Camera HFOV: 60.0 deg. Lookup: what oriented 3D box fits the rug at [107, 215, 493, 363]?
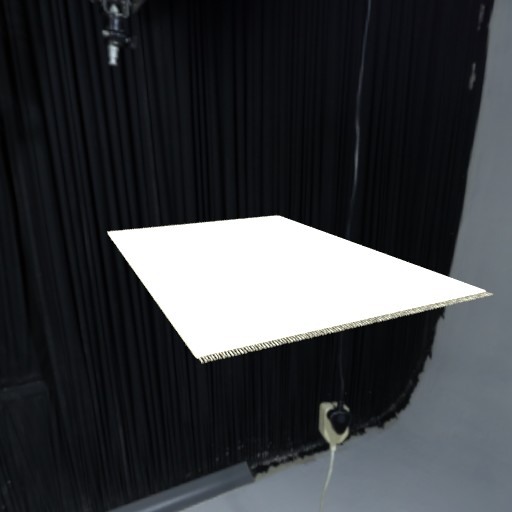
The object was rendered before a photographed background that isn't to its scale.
[{"bbox_3d":[0.000,0.000,2.828,1.514,0.011,2.233,-8,18,-25],"label":"rug"}]
